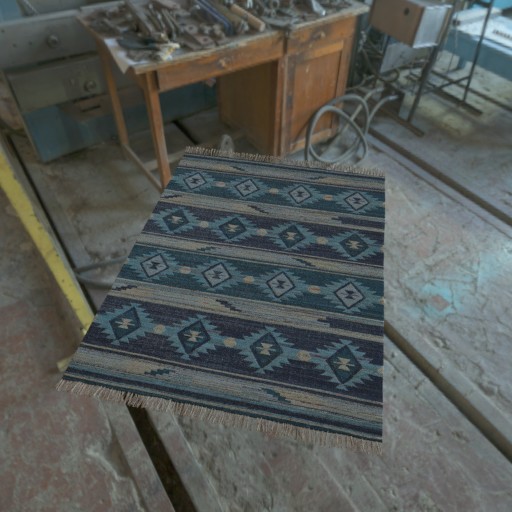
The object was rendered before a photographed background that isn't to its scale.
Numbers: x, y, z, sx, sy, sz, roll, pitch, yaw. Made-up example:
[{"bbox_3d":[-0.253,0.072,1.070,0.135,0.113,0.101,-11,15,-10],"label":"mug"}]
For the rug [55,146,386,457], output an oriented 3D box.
[{"bbox_3d":[0.000,0.000,4.235,2.418,0.047,3.307,9,48,8],"label":"rug"}]
